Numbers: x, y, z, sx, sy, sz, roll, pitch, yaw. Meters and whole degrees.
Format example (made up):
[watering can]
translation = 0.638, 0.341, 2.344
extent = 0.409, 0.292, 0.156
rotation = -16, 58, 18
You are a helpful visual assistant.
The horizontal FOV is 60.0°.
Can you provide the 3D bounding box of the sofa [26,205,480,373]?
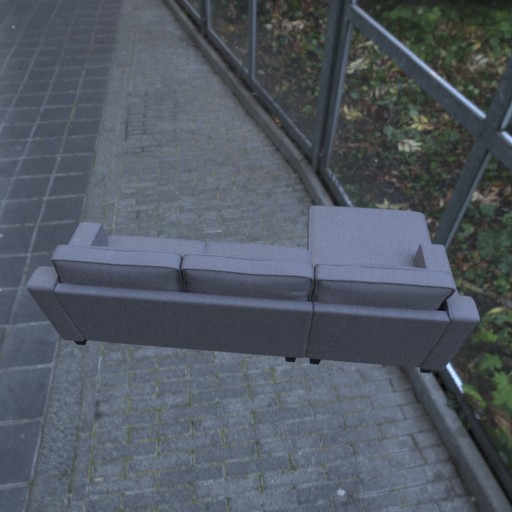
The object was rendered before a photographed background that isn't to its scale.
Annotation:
[sofa]
translation = 0.000, 0.000, 3.117
extent = 2.561, 0.928, 1.294
rotation = 4, 46, 4
